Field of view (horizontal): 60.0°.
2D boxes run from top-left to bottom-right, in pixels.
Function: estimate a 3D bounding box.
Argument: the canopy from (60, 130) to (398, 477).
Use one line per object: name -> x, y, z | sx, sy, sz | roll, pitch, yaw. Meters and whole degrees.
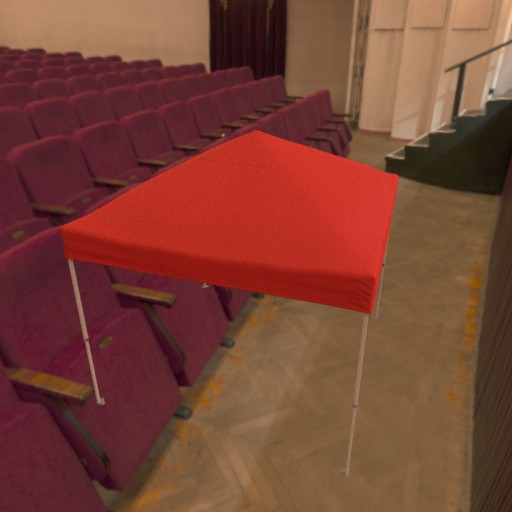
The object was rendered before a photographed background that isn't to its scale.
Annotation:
canopy -> 0.000, 0.000, 5.401 | 2.996, 2.997, 2.998 | 9, 28, 17
